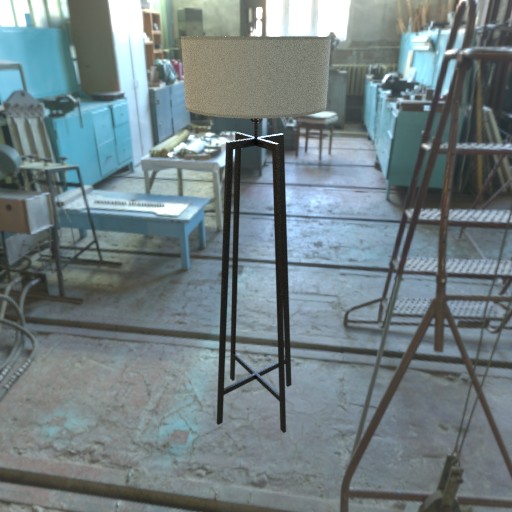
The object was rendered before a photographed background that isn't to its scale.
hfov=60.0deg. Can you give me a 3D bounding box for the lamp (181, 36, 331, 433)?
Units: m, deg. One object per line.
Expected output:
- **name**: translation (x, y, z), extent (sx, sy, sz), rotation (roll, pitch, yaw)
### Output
- **lamp**: translation (0.000, 0.000, 1.700), extent (0.456, 1.510, 0.457), rotation (-18, 32, -32)
